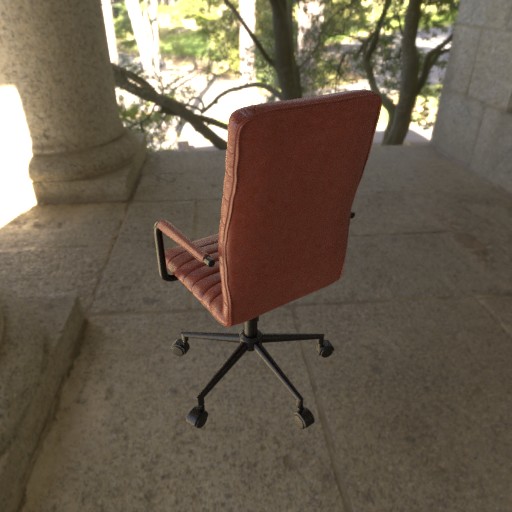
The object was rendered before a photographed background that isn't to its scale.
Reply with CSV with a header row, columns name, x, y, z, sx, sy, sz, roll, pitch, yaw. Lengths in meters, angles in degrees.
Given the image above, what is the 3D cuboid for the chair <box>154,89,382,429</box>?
name,x,y,z,sx,sy,sz,roll,pitch,yaw
chair,0.000,0.000,1.330,0.608,0.979,0.580,-19,36,-29
